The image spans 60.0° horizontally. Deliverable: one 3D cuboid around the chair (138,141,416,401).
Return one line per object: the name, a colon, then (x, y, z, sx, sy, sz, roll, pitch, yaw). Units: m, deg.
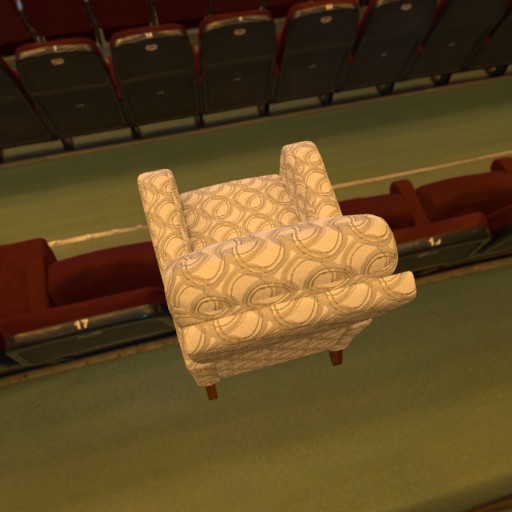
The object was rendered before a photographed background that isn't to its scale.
chair: (0.000, 0.000, 1.762, 0.796, 1.065, 0.995, -13, 58, -8)
